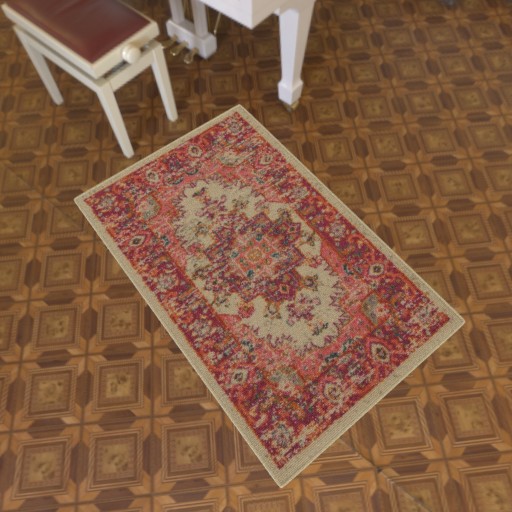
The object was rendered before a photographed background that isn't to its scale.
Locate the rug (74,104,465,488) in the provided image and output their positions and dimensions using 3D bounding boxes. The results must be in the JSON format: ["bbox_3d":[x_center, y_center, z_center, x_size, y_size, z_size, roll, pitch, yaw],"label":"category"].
[{"bbox_3d":[0.000,0.000,1.100,0.556,0.004,0.868,-35,68,-16],"label":"rug"}]
